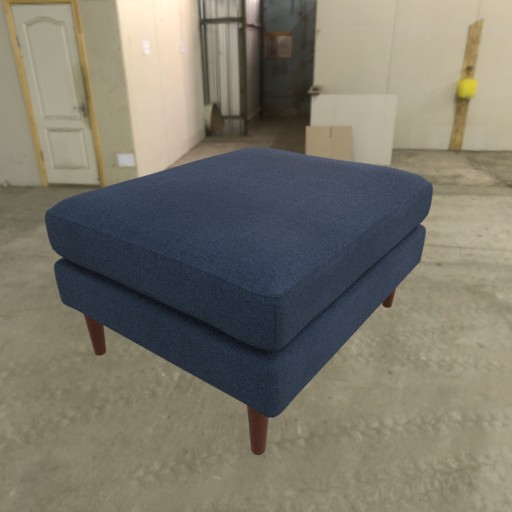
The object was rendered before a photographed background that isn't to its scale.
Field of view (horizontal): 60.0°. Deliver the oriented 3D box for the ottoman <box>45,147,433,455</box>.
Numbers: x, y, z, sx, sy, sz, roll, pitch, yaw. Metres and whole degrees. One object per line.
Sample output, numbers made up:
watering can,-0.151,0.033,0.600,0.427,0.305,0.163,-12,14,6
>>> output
ottoman,0.000,0.000,1.240,0.693,0.474,0.821,18,31,33
